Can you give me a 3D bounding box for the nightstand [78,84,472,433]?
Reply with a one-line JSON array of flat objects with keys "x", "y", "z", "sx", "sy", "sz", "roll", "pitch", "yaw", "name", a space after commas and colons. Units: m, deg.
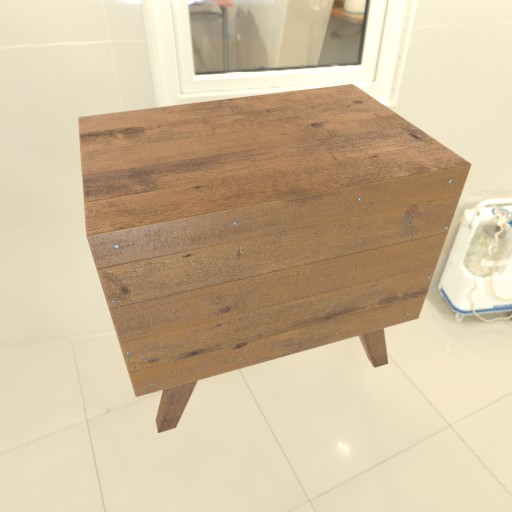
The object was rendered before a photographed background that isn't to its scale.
[{"x": 0.000, "y": 0.000, "z": 1.051, "sx": 0.650, "sy": 0.599, "sz": 0.450, "roll": -12, "pitch": 41, "yaw": -14, "name": "nightstand"}]
